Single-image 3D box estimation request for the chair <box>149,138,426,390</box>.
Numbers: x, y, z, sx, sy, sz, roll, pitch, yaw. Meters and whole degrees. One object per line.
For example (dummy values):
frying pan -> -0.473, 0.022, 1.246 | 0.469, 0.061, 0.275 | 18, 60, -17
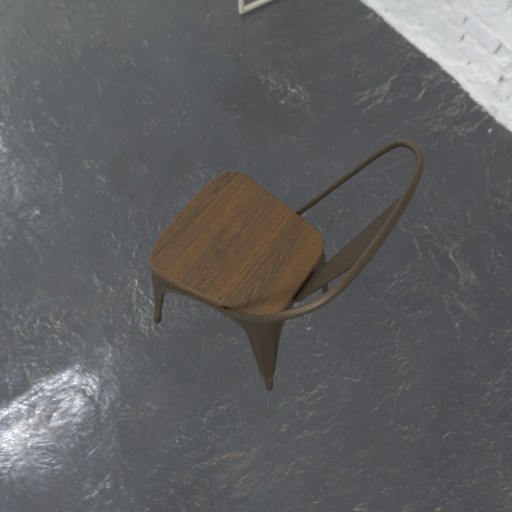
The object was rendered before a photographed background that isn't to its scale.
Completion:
chair -> 0.000, 0.000, 1.126 | 0.532, 0.844, 0.451 | 32, 68, 15
